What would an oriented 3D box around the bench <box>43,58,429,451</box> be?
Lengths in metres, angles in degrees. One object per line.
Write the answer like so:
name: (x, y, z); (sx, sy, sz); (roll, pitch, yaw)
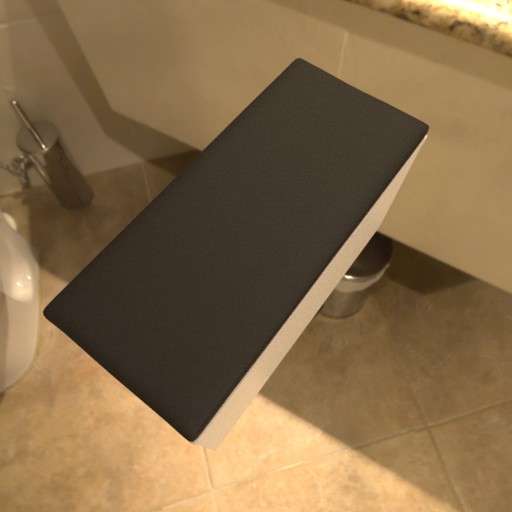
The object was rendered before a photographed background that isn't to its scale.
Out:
bench: (0.000, 0.000, 1.195); (0.401, 0.500, 0.899); (34, 69, 15)
